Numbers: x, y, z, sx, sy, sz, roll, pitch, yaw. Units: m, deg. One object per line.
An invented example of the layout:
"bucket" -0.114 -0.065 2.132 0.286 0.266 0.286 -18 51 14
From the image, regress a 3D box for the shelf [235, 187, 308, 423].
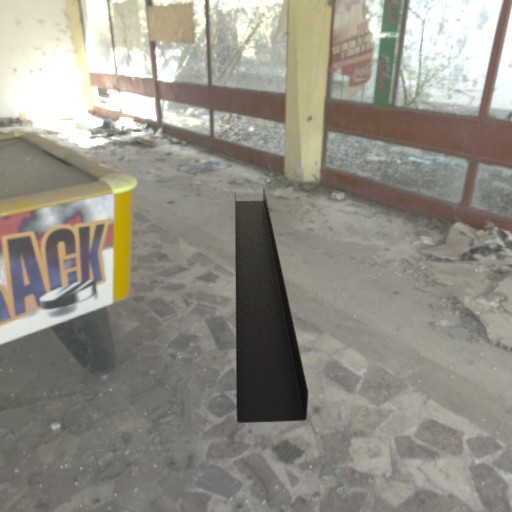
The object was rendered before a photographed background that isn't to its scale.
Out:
"shelf" 0.000 0.000 0.990 0.092 0.049 0.924 -1 25 -2
